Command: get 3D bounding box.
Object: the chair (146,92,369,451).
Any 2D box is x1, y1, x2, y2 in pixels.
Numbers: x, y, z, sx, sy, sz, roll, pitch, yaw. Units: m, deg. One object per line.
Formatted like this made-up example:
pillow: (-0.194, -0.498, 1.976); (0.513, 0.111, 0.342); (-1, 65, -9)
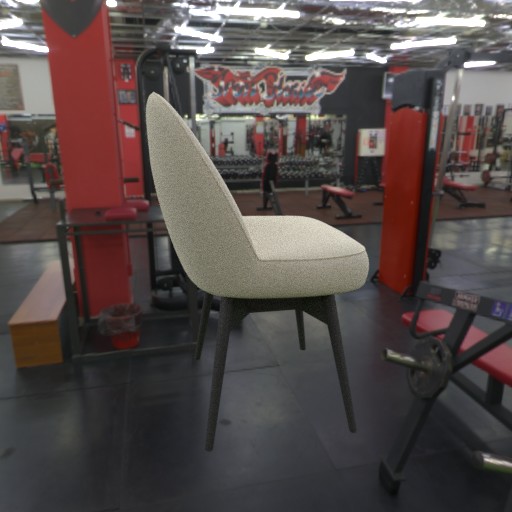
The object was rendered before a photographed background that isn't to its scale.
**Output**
chair: (0.000, 0.000, 1.217); (0.540, 0.838, 0.532); (-3, 16, -10)
